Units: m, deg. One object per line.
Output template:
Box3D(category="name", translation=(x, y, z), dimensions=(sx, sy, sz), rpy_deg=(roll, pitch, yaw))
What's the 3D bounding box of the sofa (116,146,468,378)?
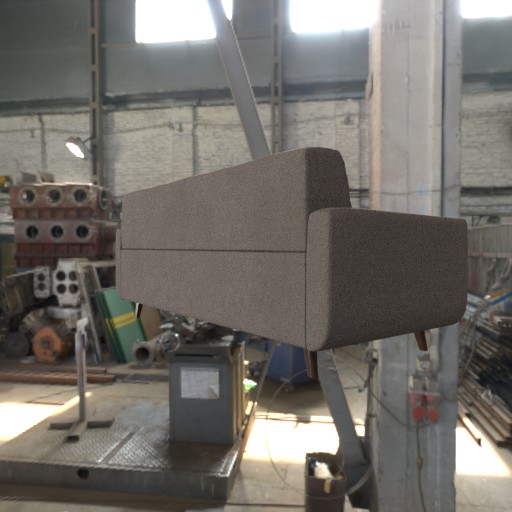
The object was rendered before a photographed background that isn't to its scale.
Box3D(category="sofa", translation=(0.000, 0.000, 2.496), dimensions=(0.909, 0.841, 2.029), rpy_deg=(-1, 2, -36))
